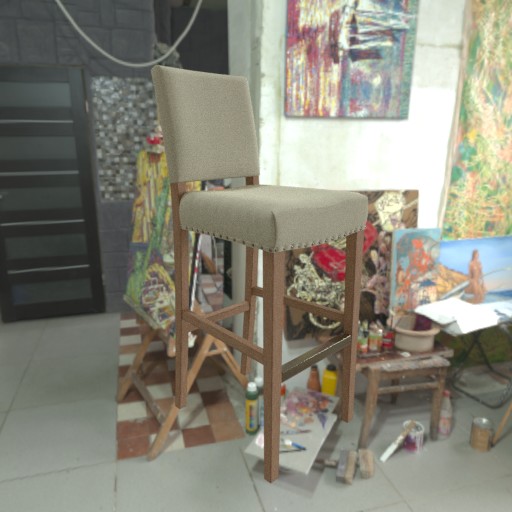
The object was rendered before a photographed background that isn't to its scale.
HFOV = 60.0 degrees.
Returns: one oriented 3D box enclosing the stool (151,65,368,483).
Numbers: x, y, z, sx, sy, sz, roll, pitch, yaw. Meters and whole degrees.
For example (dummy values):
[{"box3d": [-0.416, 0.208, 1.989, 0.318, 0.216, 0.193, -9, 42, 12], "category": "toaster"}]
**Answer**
[{"box3d": [0.000, 0.000, 1.417, 0.546, 1.143, 0.428, 14, 20, 43], "category": "stool"}]
